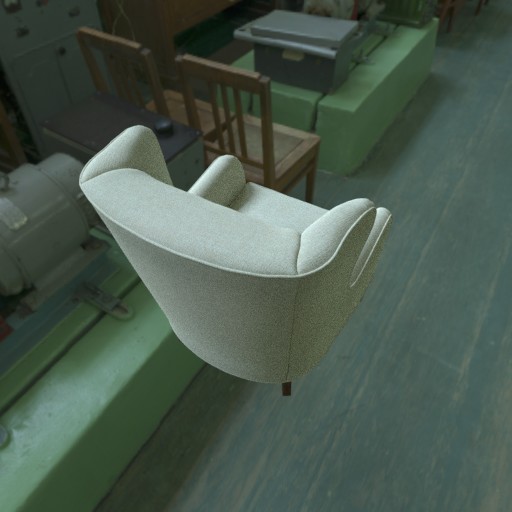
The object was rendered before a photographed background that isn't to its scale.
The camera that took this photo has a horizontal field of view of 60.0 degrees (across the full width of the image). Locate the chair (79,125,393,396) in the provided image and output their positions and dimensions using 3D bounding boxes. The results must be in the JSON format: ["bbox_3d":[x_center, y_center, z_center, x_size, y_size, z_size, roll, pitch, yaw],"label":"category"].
[{"bbox_3d":[0.000,0.000,1.741,0.838,1.040,0.966,23,51,20],"label":"chair"}]
